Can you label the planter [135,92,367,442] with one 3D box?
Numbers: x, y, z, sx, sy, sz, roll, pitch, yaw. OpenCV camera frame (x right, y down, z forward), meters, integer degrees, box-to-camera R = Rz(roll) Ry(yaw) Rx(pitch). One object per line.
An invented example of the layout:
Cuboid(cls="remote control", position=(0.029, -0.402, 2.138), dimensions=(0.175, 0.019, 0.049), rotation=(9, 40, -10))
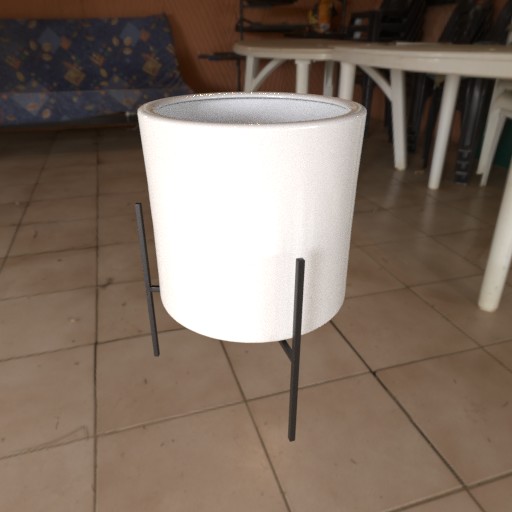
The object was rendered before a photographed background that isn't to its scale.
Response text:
Cuboid(cls="planter", position=(0.000, 0.000, 0.741), dimensions=(0.360, 0.480, 0.361), rotation=(-9, 28, -17))
